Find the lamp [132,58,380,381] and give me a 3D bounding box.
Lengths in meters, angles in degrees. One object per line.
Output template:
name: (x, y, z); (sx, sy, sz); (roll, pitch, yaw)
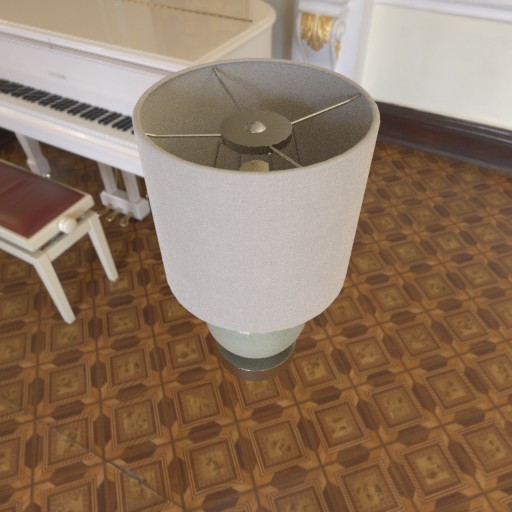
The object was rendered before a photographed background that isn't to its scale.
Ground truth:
lamp: (0.000, 0.000, 0.489); (0.201, 0.353, 0.201); (31, 53, 27)
